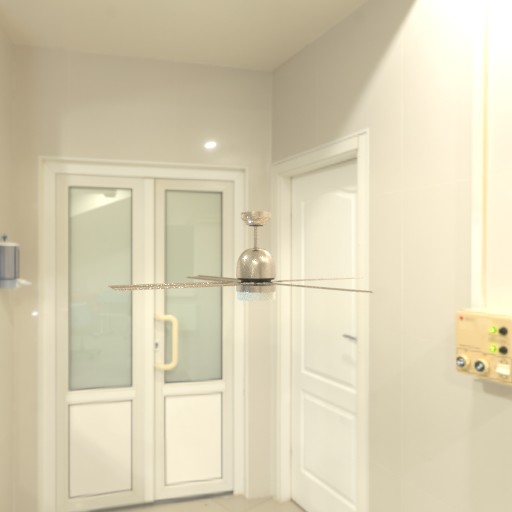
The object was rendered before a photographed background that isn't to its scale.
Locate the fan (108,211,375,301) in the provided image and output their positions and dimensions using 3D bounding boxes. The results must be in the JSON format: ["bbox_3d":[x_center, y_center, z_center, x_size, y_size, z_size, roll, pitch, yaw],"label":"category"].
[{"bbox_3d":[0.000,0.000,2.086,1.346,0.406,1.346,0,0,-35],"label":"fan"}]
